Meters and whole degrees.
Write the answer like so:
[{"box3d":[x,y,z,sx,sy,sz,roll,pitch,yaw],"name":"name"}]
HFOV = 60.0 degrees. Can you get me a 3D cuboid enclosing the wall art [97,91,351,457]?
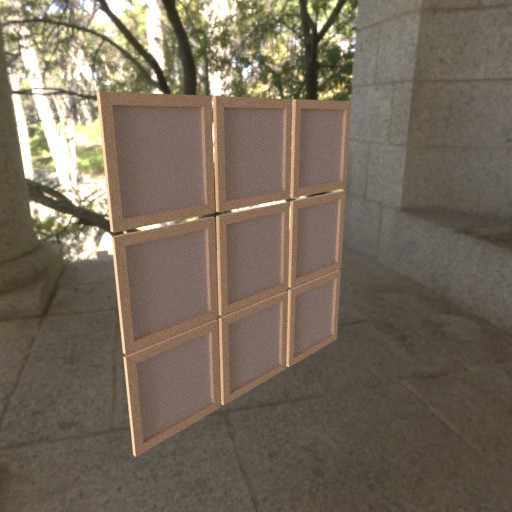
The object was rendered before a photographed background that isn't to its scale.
[{"box3d":[0.000,0.000,1.795,0.016,1.207,1.217,17,24,42],"name":"wall art"}]
